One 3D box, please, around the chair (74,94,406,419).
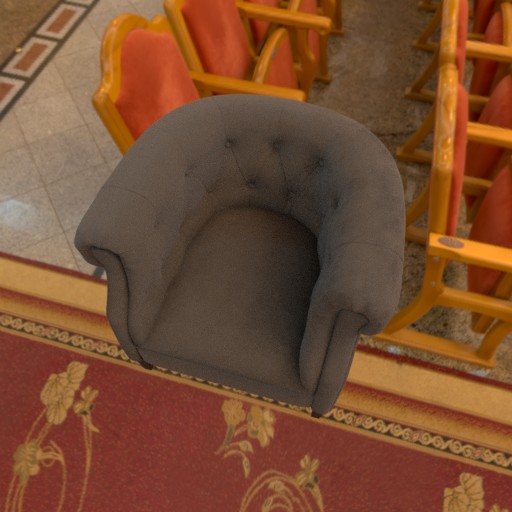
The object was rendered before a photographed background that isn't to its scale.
[{"bbox_3d":[0.000,0.000,1.605,0.904,0.826,0.851,13,58,9],"label":"chair"}]
